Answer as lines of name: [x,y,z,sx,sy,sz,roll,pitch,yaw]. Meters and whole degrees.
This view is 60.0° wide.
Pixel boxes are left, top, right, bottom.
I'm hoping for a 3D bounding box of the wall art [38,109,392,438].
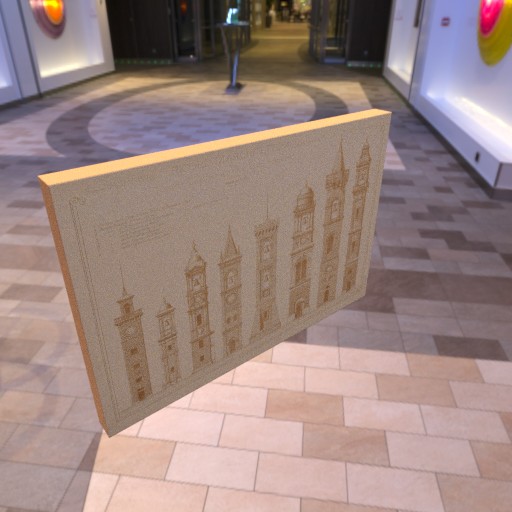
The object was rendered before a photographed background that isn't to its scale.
wall art: [0.000,0.000,0.760,0.609,0.407,0.039,-22,36,-33]
